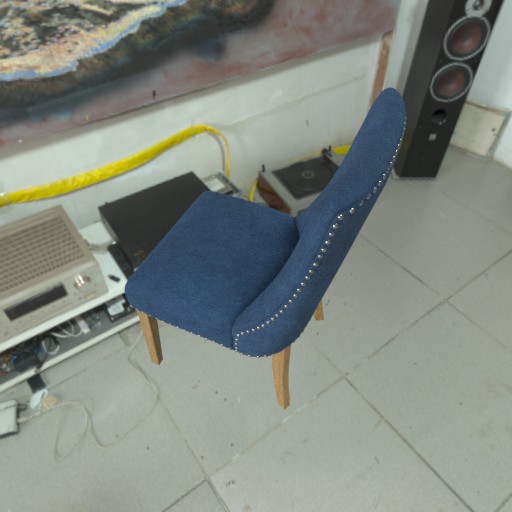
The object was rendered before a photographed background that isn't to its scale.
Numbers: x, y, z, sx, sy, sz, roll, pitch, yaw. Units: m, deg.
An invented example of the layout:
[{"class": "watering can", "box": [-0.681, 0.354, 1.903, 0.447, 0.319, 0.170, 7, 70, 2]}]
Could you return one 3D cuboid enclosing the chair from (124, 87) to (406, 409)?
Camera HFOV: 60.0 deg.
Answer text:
[{"class": "chair", "box": [0.000, 0.000, 1.263, 0.610, 0.902, 0.495, 18, 49, 16]}]
